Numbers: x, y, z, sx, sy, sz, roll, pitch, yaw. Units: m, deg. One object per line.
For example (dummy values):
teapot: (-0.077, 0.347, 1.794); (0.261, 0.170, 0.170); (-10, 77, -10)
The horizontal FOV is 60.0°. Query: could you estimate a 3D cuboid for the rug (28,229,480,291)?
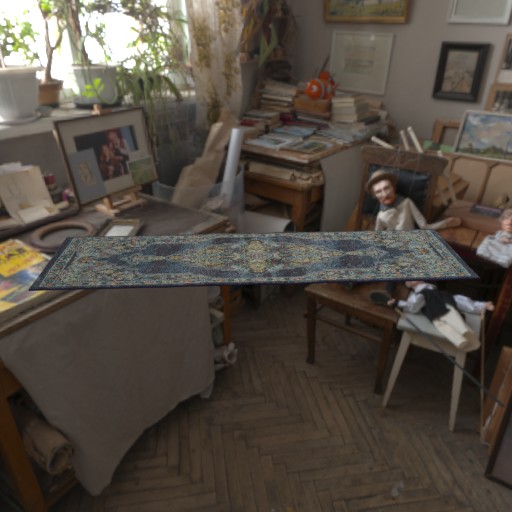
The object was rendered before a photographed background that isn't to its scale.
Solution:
rug: (0.000, 0.000, 2.489); (2.283, 0.016, 0.602); (-1, 28, -3)
